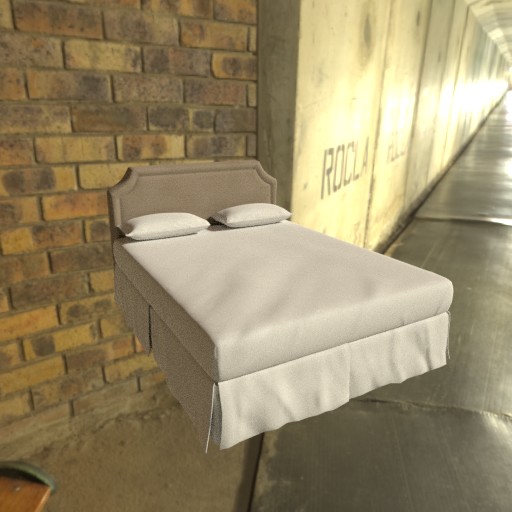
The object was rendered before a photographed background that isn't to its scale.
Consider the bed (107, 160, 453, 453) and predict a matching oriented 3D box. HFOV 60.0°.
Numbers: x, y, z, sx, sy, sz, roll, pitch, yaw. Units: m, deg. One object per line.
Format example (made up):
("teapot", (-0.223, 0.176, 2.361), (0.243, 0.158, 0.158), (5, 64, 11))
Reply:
("bed", (0.000, 0.000, 3.650), (1.977, 1.293, 2.498), (-10, 20, -28))
